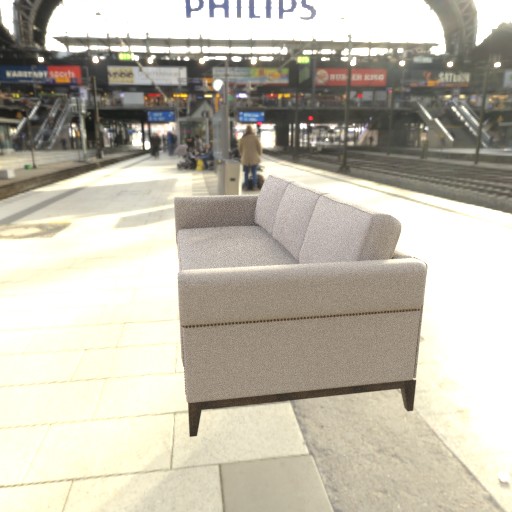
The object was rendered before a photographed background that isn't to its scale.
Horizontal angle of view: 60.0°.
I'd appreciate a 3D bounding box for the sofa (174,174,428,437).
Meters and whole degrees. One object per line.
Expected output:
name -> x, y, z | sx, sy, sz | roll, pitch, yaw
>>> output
sofa -> 0.000, 0.000, 2.716 | 0.959, 0.838, 2.210 | -3, 15, -10
